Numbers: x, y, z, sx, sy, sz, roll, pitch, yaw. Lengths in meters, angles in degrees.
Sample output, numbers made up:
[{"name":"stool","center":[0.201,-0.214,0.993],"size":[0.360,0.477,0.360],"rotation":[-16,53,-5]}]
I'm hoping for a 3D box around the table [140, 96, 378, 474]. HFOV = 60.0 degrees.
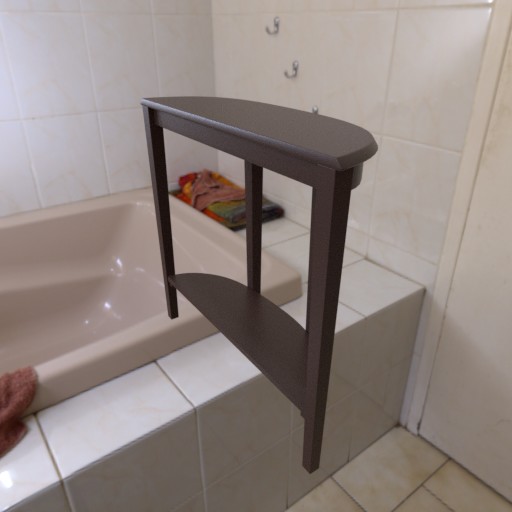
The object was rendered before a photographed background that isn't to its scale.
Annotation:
[{"name":"table","center":[0.000,0.000,1.339],"size":[0.274,0.831,0.909],"rotation":[-18,32,-30]}]
